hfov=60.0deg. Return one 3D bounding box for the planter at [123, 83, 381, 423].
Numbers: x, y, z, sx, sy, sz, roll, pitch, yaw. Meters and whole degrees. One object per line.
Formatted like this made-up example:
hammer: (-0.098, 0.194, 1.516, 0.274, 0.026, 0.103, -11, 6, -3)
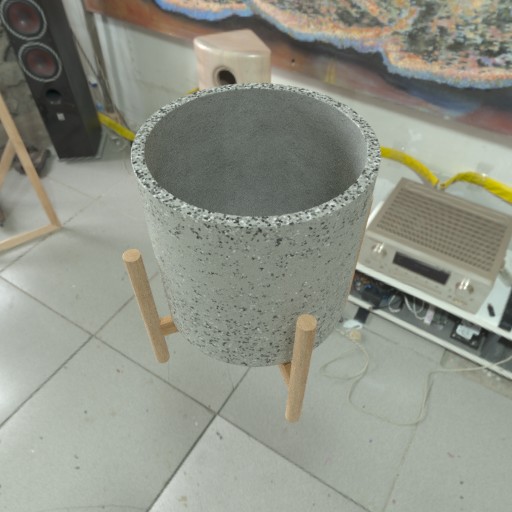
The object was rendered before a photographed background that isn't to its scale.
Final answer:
planter: (0.000, 0.000, 0.701, 0.360, 0.419, 0.360, 2, 48, 2)
